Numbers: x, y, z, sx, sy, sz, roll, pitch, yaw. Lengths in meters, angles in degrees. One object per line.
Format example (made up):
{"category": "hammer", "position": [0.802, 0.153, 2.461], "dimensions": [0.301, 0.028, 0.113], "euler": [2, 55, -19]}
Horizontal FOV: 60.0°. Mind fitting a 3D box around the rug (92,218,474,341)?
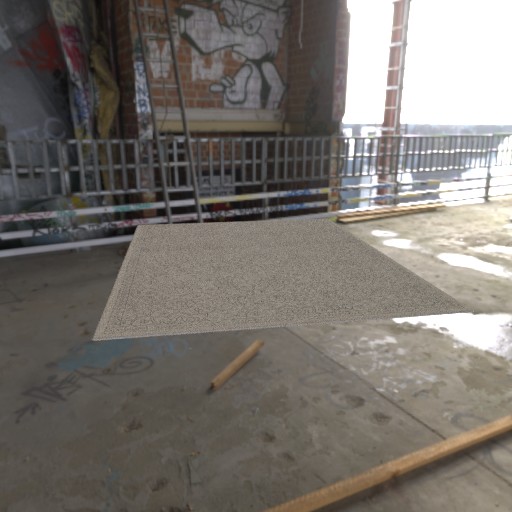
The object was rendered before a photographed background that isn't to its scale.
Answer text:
{"category": "rug", "position": [0.000, 0.000, 4.194], "dimensions": [2.441, 0.015, 3.050], "euler": [-3, 17, -9]}
